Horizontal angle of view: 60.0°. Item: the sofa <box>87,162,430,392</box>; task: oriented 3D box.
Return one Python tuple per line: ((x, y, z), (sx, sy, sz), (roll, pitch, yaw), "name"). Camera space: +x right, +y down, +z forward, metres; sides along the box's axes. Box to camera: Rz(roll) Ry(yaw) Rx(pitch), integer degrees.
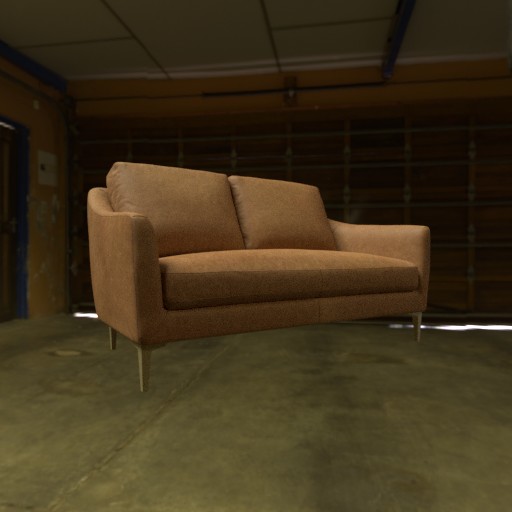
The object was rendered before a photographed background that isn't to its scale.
((0.000, 0.000, 2.260), (1.619, 0.902, 0.960), (0, 0, -35), "sofa")
